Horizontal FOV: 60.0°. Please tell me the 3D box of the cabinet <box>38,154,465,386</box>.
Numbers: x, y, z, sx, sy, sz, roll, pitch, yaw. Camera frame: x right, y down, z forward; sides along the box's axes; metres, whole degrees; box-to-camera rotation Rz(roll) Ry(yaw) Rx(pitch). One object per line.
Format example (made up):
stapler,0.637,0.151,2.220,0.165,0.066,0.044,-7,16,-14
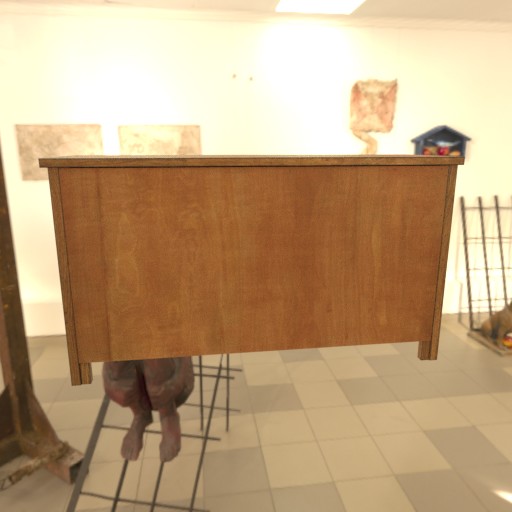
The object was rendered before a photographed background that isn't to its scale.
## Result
cabinet,0.000,0.000,1.844,1.474,0.813,0.480,-2,14,-8
